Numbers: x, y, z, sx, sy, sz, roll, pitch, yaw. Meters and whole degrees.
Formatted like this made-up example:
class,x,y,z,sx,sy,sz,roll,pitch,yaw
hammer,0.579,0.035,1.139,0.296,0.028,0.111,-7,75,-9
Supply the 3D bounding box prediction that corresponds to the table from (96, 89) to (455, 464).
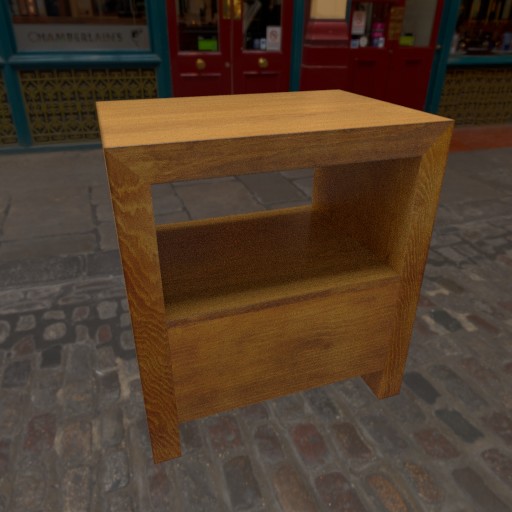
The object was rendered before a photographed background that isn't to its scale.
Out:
class,x,y,z,sx,sy,sz,roll,pitch,yaw
table,0.000,0.000,0.951,0.550,0.605,0.400,-9,29,-17
